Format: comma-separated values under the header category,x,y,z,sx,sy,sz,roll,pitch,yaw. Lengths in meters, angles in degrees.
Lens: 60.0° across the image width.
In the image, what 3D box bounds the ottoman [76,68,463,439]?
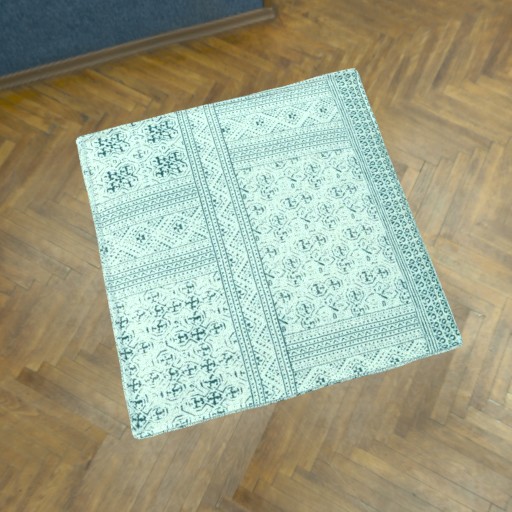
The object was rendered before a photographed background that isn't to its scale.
category,x,y,z,sx,sy,sz,roll,pitch,yaw
ottoman,0.000,0.000,1.032,0.617,0.439,0.626,-15,75,-4
